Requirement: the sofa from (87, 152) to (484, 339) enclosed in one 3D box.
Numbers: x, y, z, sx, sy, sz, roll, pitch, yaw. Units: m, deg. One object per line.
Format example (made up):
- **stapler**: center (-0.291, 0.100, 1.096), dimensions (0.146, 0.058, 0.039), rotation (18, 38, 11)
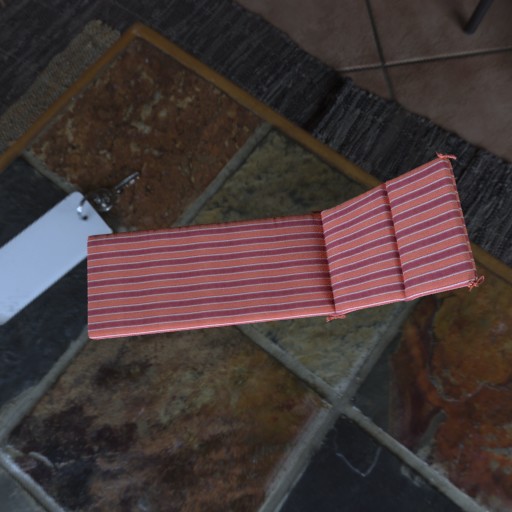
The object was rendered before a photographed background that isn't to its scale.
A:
- **sofa**: center (0.000, 0.000, 1.952), dimensions (1.663, 0.622, 0.582), rotation (-6, 76, -2)
